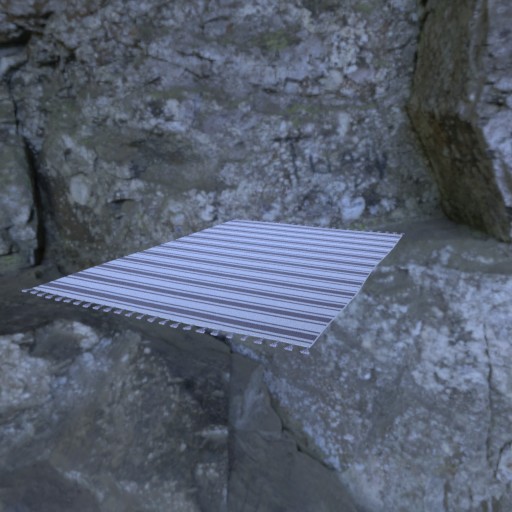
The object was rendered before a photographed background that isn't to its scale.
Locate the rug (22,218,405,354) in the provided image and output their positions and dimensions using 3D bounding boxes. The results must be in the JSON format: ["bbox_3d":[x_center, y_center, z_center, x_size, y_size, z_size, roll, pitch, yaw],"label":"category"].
[{"bbox_3d":[0.000,0.000,3.835,2.030,0.017,3.040,7,17,25],"label":"rug"}]
